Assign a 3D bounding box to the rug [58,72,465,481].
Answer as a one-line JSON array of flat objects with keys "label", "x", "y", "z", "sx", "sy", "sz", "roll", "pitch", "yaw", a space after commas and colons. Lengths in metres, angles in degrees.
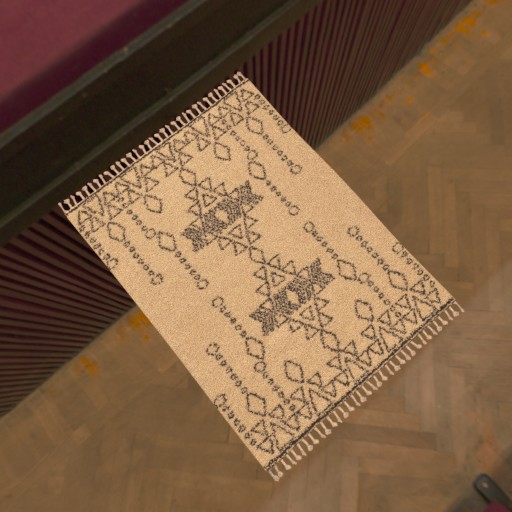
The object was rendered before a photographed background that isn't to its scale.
[{"label": "rug", "x": 0.000, "y": 0.000, "z": 3.878, "sx": 2.125, "sy": 0.028, "sz": 3.027, "roll": -39, "pitch": 80, "yaw": -8}]
